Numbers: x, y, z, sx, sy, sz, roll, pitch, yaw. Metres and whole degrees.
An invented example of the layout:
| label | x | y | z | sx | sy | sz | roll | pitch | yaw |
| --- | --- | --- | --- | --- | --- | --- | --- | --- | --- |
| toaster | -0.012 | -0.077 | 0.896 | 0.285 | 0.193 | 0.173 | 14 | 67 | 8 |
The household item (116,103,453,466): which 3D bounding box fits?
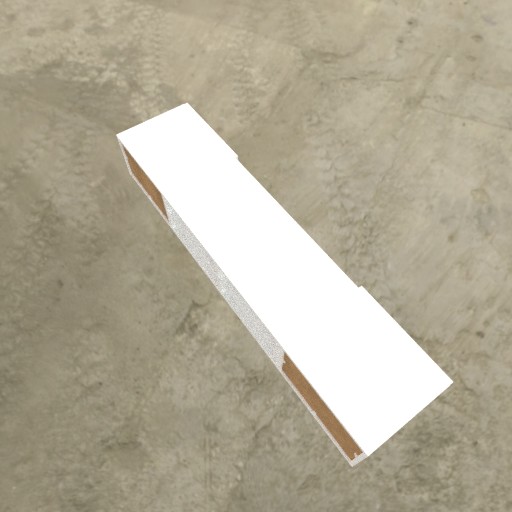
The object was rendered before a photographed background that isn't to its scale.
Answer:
| label | x | y | z | sx | sy | sz | roll | pitch | yaw |
| --- | --- | --- | --- | --- | --- | --- | --- | --- | --- |
| household item | 0.000 | 0.000 | 2.054 | 0.420 | 0.310 | 1.850 | -31 | 63 | -18 |
